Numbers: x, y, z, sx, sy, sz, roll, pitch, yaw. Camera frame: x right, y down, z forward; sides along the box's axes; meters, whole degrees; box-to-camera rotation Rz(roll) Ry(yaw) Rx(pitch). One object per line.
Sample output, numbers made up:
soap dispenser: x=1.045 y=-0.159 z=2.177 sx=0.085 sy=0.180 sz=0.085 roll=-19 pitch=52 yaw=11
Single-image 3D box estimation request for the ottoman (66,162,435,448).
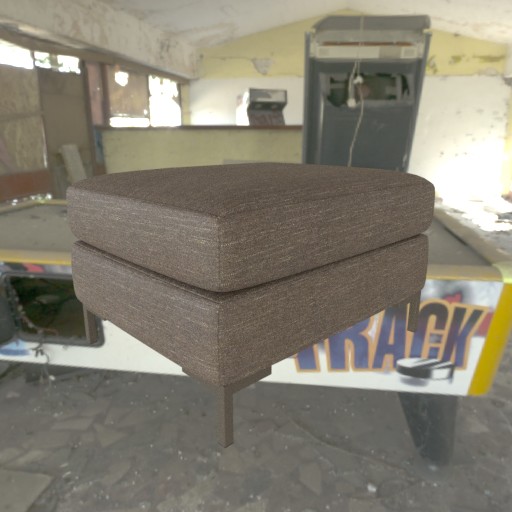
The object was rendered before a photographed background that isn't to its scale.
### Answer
ottoman: x=0.000 y=0.000 z=1.250 sx=0.820 sy=0.490 sz=0.671 roll=-14 pitch=21 yaw=-42
